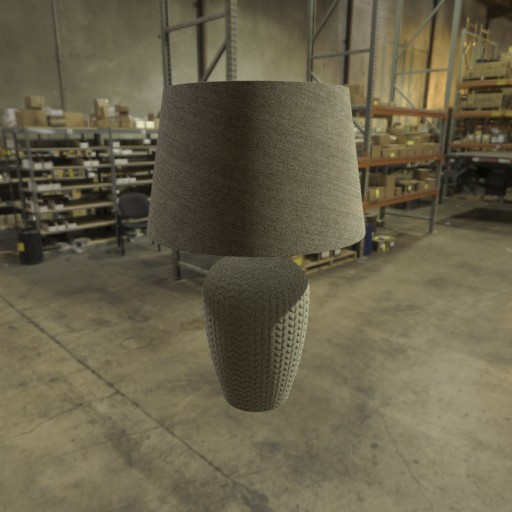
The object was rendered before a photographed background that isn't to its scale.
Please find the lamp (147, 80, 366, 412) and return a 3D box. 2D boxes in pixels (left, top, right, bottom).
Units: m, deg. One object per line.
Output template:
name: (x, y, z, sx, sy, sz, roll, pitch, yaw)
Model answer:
lamp: (0.000, 0.000, 0.826, 0.390, 0.580, 0.390, 0, 16, 0)
